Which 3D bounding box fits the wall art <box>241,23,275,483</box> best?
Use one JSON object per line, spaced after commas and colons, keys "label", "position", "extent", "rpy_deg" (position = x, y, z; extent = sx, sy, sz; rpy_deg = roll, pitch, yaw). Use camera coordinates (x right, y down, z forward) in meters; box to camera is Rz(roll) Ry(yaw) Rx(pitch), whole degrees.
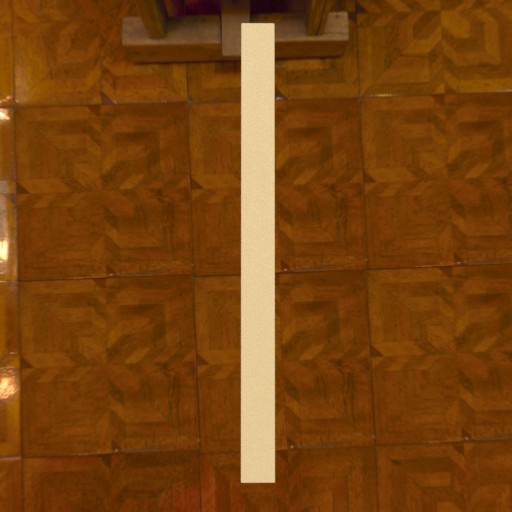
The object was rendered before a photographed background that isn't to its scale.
{"label": "wall art", "position": [0.000, 0.000, 0.743], "extent": [0.037, 0.508, 0.508], "rpy_deg": [0, 88, 0]}
